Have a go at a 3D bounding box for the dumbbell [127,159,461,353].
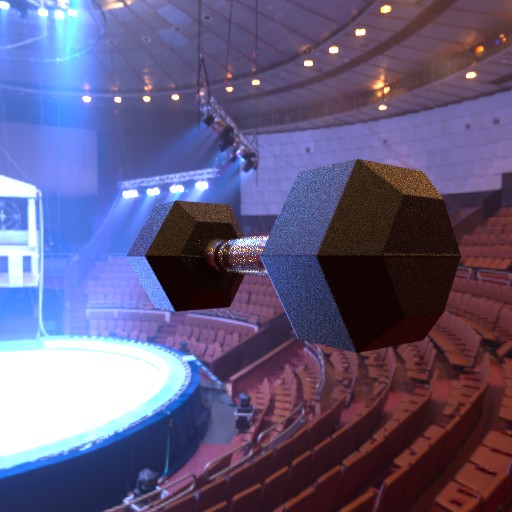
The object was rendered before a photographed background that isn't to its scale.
[{"bbox_3d":[0.000,0.000,0.320,0.106,0.092,0.272,0,0,-36],"label":"dumbbell"}]
